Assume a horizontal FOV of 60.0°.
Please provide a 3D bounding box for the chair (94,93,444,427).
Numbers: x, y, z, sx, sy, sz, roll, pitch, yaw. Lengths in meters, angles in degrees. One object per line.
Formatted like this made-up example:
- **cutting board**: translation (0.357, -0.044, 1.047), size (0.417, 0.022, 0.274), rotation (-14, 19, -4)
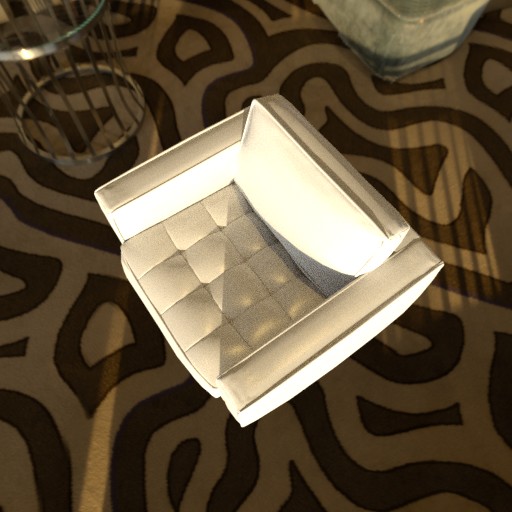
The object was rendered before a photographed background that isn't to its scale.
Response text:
- **chair**: translation (0.000, 0.000, 1.603), size (0.843, 0.773, 0.928), rotation (-33, 69, -14)
